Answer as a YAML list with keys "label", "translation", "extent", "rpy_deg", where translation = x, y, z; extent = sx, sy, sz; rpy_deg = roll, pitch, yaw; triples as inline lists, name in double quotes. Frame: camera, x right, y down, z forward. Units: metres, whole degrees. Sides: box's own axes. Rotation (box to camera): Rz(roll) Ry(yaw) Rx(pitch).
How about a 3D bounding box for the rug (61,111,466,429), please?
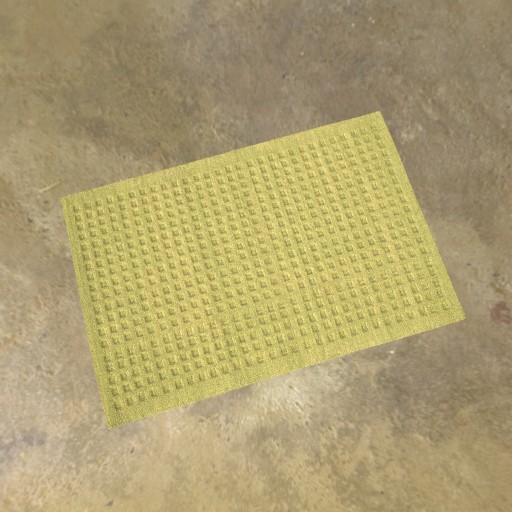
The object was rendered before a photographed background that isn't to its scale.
- label: "rug"
  translation: [0.000, 0.000, 2.877]
  extent: [2.297, 0.007, 1.529]
  rpy_deg: [-16, 76, -4]
